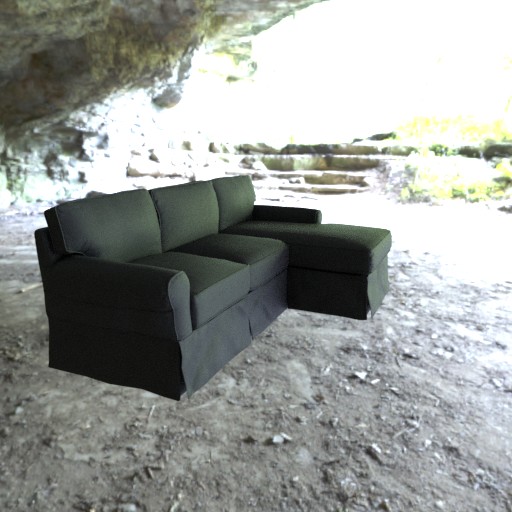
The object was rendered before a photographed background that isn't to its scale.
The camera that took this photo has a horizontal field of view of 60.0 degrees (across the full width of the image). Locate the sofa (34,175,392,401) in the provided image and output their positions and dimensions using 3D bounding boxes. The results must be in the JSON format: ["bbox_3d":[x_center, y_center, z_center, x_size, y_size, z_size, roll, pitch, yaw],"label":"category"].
[{"bbox_3d":[0.000,0.000,3.319,1.637,1.039,2.518,7,16,25],"label":"sofa"}]
